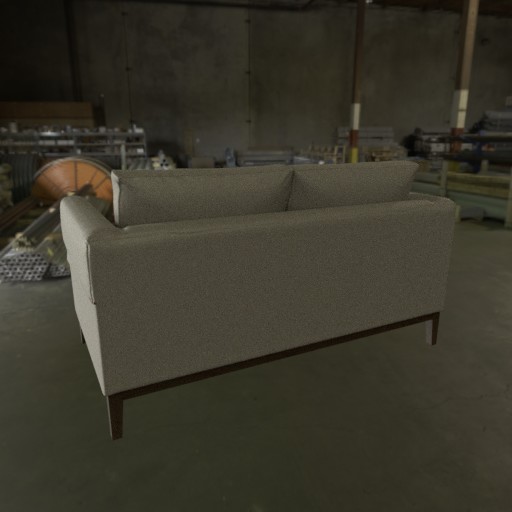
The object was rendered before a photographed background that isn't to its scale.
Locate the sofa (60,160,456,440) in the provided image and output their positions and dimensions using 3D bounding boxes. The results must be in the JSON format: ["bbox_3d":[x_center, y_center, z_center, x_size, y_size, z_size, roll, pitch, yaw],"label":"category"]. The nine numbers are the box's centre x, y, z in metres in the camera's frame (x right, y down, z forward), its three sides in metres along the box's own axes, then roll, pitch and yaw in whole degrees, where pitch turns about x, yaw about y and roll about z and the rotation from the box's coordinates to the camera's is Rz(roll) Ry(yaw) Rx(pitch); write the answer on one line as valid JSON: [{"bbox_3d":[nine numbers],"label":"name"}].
[{"bbox_3d":[0.000,0.000,2.070,1.598,0.873,0.899,-8,17,-26],"label":"sofa"}]
